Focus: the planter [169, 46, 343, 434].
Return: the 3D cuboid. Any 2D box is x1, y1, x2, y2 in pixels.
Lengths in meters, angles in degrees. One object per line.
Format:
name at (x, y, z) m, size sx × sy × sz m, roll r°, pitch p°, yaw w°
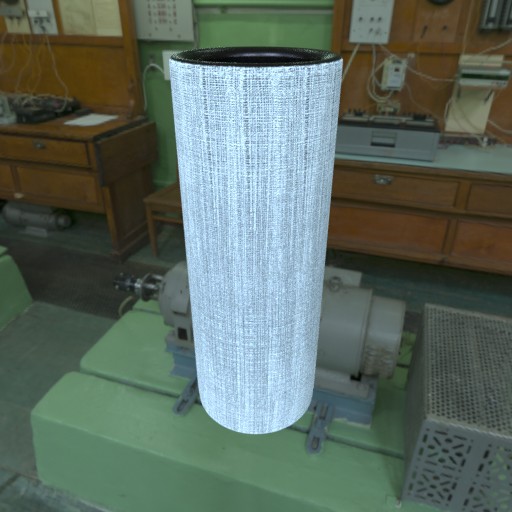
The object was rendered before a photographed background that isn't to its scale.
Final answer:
planter at (0.000, 0.000, 0.324) m, size 0.100 × 0.270 × 0.100 m, roll 9°, pitch 31°, yaw 15°
